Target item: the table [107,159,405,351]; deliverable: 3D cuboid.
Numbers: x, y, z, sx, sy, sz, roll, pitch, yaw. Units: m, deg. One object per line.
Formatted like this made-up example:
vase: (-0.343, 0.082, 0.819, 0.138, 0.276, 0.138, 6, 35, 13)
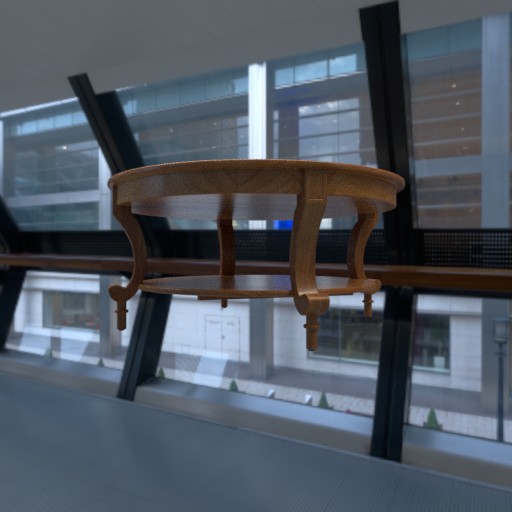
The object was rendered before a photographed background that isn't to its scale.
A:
table: (0.000, 0.000, 1.612, 1.029, 0.490, 1.029, 0, 0, 0)
